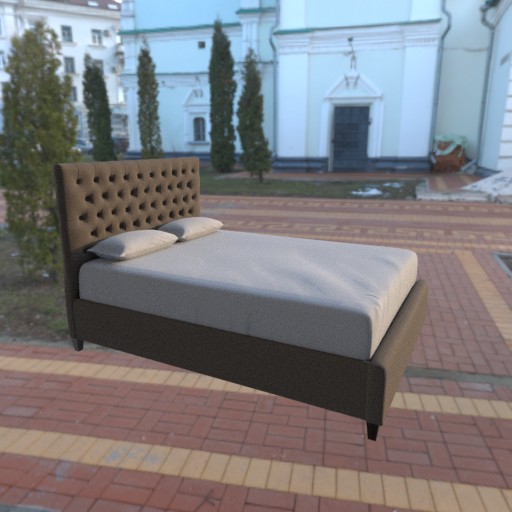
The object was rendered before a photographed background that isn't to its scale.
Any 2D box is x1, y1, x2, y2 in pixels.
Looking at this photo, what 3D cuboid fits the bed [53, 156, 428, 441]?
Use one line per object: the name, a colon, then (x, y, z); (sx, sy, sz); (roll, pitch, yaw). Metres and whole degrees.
bed: (0.000, 0.000, 3.444); (2.387, 1.427, 1.698); (8, 16, 27)
